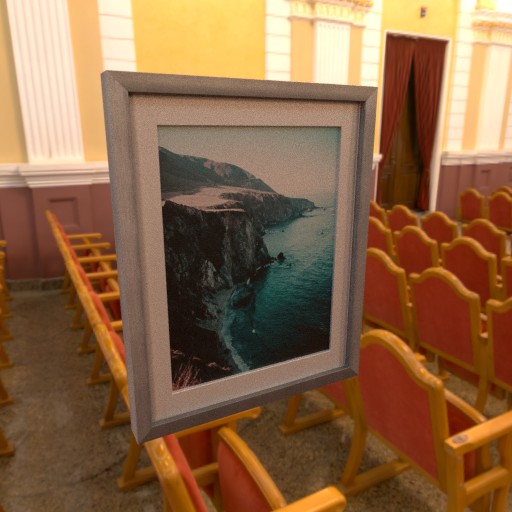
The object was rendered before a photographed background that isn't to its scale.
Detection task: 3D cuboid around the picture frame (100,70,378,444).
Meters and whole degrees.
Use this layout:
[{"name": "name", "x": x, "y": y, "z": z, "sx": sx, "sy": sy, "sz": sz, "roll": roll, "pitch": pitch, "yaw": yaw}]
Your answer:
[{"name": "picture frame", "x": 0.000, "y": 0.000, "z": 0.752, "sx": 0.449, "sy": 0.555, "sz": 0.046, "roll": -8, "pitch": 18, "yaw": -27}]
